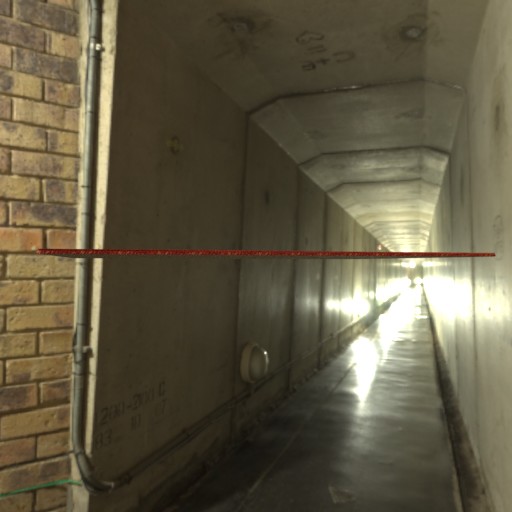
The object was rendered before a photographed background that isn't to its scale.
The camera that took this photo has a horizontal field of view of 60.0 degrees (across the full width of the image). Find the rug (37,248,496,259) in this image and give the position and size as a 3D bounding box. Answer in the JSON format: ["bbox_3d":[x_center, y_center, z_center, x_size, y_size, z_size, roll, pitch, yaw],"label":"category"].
[{"bbox_3d":[0.000,0.000,2.254,1.835,0.018,1.230,0,-1,-17],"label":"rug"}]
